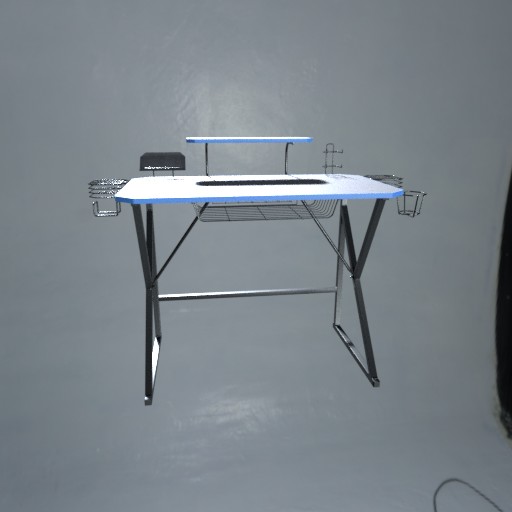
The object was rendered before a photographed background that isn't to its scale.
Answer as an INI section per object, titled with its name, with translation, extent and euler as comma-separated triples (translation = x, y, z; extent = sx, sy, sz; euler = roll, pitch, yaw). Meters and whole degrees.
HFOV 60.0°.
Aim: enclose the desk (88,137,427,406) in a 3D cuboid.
[desk]
translation = 0.000, 0.000, 1.793
extent = 1.295, 0.909, 0.594
euler = -2, 17, -7
